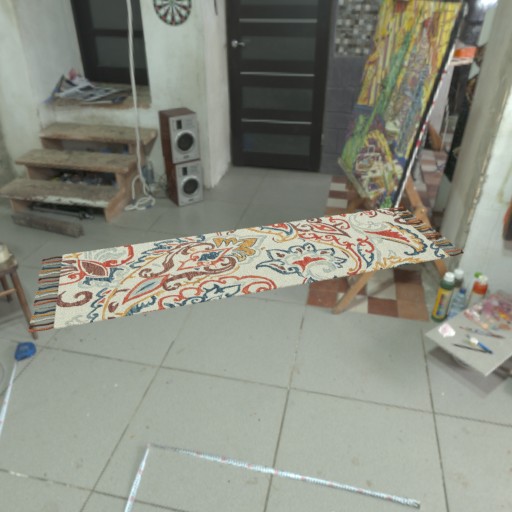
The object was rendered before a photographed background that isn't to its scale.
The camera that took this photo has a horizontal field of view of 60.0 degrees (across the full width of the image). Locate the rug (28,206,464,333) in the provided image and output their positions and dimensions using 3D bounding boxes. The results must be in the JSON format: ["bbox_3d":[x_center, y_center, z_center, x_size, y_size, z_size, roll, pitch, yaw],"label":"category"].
[{"bbox_3d":[0.000,0.000,2.920,2.682,0.015,0.763,-9,33,-14],"label":"rug"}]
